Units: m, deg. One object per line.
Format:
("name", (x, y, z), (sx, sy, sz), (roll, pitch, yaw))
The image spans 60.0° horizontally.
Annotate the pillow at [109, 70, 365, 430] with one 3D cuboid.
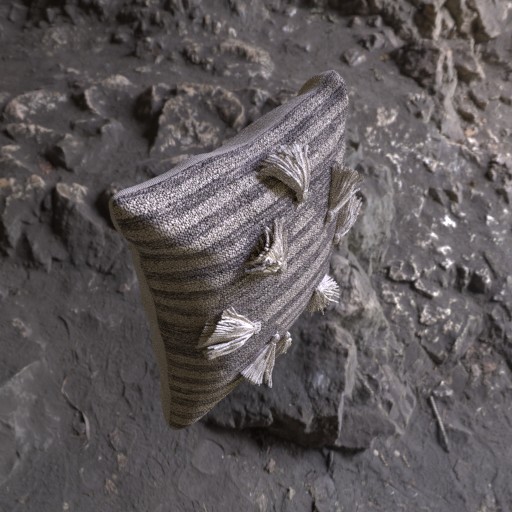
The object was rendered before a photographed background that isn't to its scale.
("pillow", (0.000, 0.000, 0.757), (0.234, 0.490, 0.484), (26, 48, 26))
